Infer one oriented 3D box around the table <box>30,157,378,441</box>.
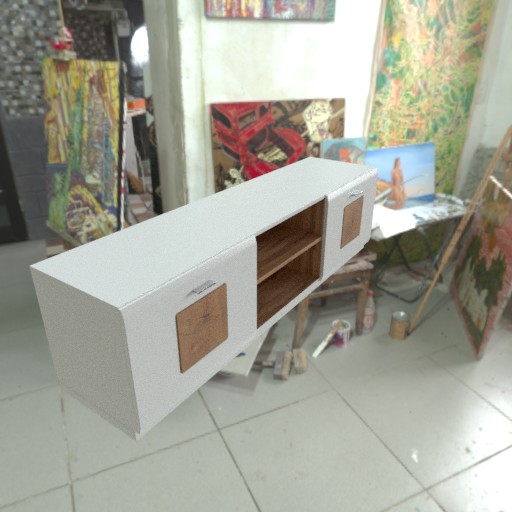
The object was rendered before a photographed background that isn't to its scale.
[{"bbox_3d":[0.000,0.000,1.756,0.400,0.440,1.550,17,31,31],"label":"table"}]
